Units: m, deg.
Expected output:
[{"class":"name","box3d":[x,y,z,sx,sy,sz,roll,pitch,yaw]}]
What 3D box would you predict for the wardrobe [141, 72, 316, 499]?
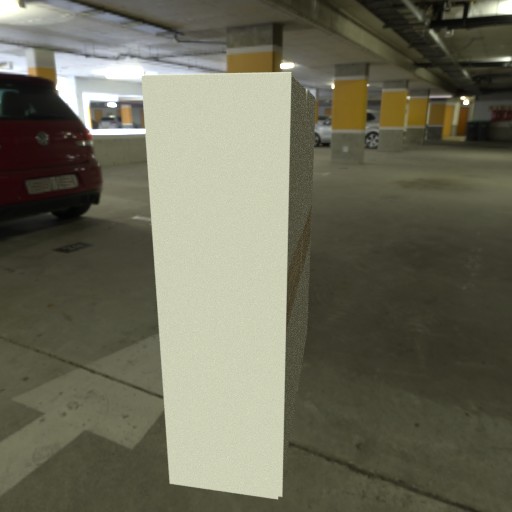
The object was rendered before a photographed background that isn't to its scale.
[{"class":"wardrobe","box3d":[0.000,0.000,2.871,0.600,2.020,1.830,3,17,10]}]
